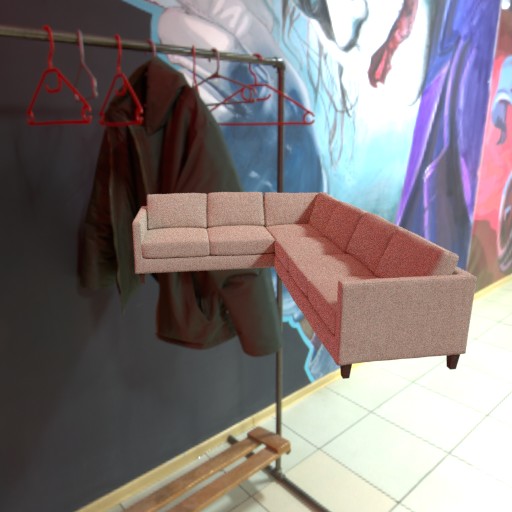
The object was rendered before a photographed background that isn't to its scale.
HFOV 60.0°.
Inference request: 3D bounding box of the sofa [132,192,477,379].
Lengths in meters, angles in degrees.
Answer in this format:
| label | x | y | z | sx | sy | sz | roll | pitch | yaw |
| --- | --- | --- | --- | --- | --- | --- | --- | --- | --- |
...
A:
| label | x | y | z | sx | sy | sz | roll | pitch | yaw |
| --- | --- | --- | --- | --- | --- | --- | --- | --- | --- |
| sofa | 0.000 | 0.000 | 4.265 | 2.432 | 0.863 | 3.182 | -2 | 16 | -8 |
